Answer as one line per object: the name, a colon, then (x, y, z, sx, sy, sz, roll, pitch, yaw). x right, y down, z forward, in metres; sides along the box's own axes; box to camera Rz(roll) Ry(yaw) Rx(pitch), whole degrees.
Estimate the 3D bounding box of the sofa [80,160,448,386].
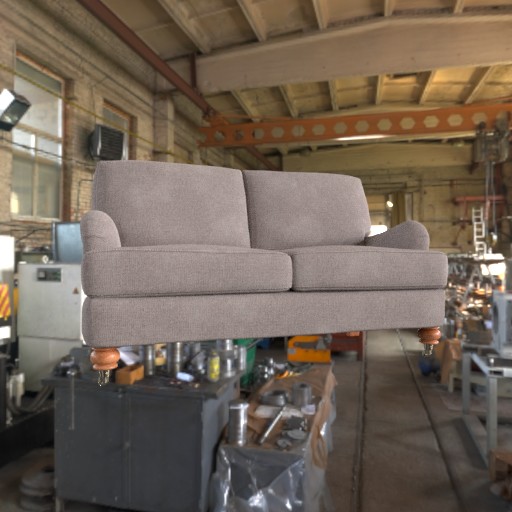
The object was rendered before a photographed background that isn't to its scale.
sofa: (0.000, 0.000, 2.522, 1.853, 1.101, 1.084, 0, 0, -19)
